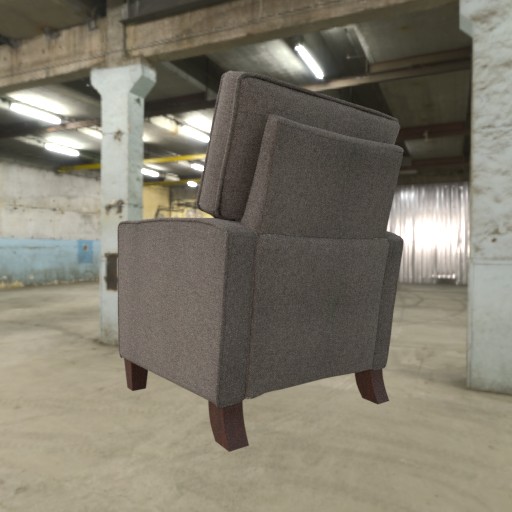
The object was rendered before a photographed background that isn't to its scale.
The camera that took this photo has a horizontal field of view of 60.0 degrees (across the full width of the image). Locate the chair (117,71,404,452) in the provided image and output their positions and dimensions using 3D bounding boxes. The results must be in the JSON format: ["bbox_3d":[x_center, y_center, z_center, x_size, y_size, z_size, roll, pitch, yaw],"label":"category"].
[{"bbox_3d":[0.000,0.000,1.407,0.650,0.889,0.775,0,0,-37],"label":"chair"}]
